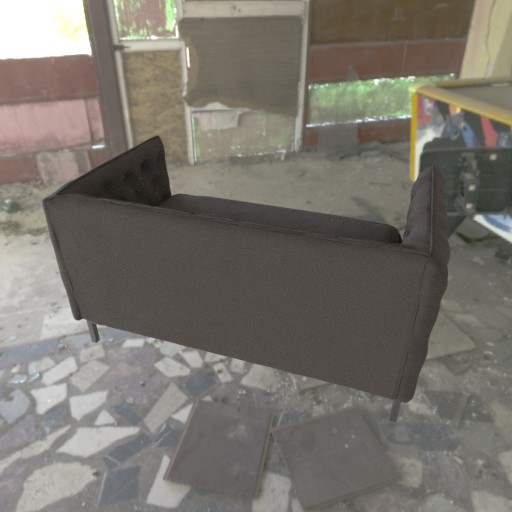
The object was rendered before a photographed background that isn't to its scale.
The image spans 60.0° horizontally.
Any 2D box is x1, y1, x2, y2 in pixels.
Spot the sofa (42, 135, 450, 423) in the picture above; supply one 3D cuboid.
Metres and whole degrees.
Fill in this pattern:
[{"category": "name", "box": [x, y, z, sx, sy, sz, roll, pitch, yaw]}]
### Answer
[{"category": "sofa", "box": [0.000, 0.000, 2.120, 1.583, 0.810, 0.909, 10, 33, 16]}]
